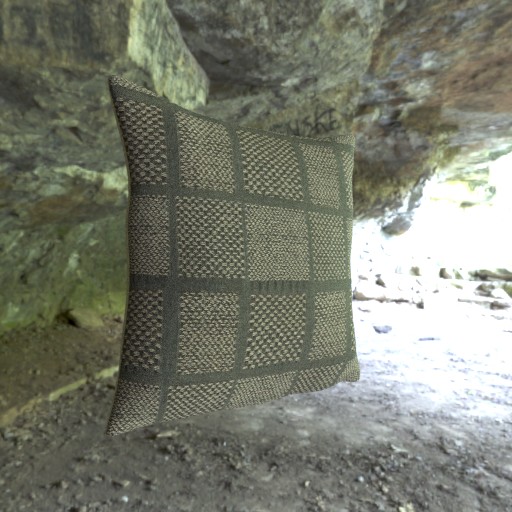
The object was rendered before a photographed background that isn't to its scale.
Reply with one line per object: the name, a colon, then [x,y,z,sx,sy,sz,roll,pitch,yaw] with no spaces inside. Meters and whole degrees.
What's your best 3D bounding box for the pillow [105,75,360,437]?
pillow: [0.000,0.000,0.650,0.435,0.432,0.138,1,-1,-36]
